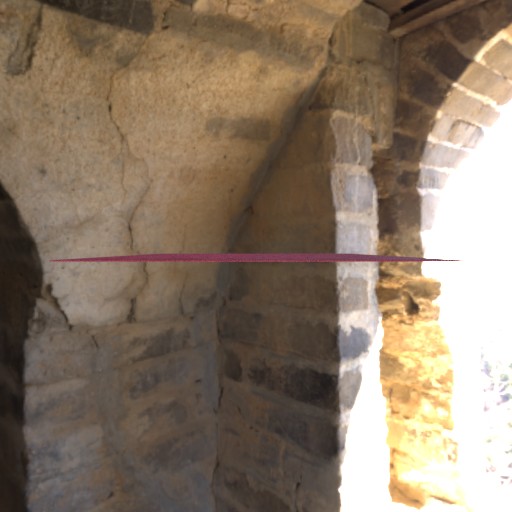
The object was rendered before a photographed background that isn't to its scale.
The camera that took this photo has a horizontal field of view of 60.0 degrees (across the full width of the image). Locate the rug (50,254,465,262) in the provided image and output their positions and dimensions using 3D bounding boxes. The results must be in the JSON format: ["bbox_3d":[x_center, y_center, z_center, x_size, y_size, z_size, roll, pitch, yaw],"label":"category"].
[{"bbox_3d":[0.000,0.000,3.910,2.300,0.012,2.929,0,1,-1],"label":"rug"}]
